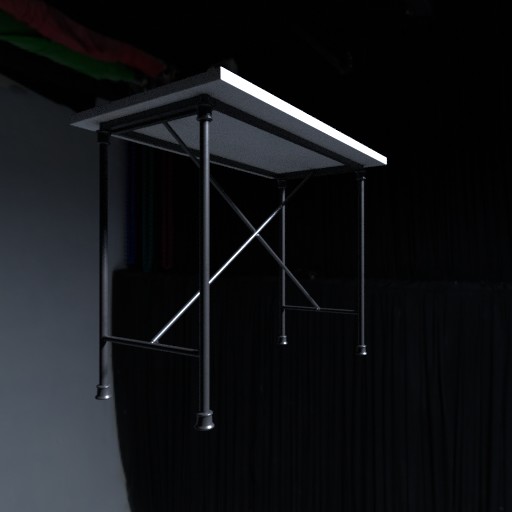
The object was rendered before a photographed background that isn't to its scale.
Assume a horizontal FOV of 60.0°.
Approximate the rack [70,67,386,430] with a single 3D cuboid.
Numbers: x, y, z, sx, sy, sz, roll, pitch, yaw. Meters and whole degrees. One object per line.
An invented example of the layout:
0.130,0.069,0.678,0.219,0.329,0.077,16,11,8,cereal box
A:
0.000,0.000,1.682,0.613,0.880,1.159,0,0,35,rack
